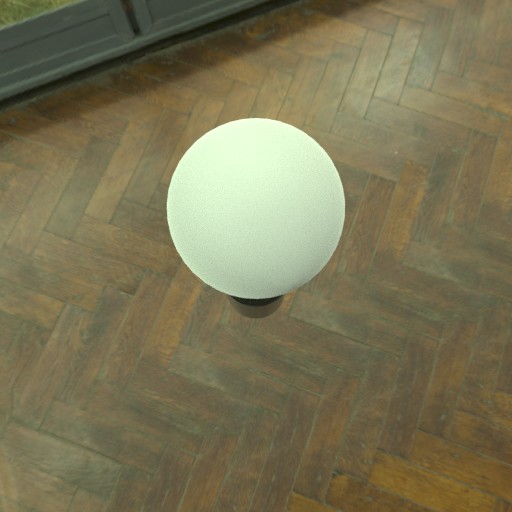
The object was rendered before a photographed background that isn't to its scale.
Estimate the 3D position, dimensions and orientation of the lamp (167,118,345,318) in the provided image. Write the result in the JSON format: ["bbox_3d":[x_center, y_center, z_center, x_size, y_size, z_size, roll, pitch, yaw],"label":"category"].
[{"bbox_3d":[0.000,0.000,0.546,0.153,0.480,0.153,0,76,0],"label":"lamp"}]
